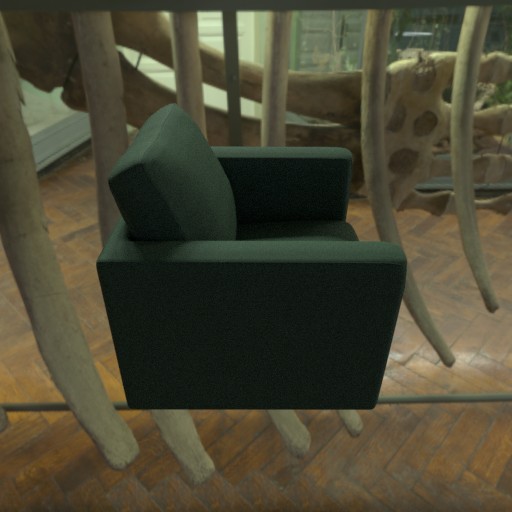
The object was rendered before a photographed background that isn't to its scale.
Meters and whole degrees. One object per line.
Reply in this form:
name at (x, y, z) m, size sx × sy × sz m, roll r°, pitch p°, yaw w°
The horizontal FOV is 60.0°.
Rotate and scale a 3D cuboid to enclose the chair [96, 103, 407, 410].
chair at (0.000, 0.000, 1.546) m, size 0.800 × 0.927 × 0.855 m, roll 0°, pitch 33°, yaw 0°
